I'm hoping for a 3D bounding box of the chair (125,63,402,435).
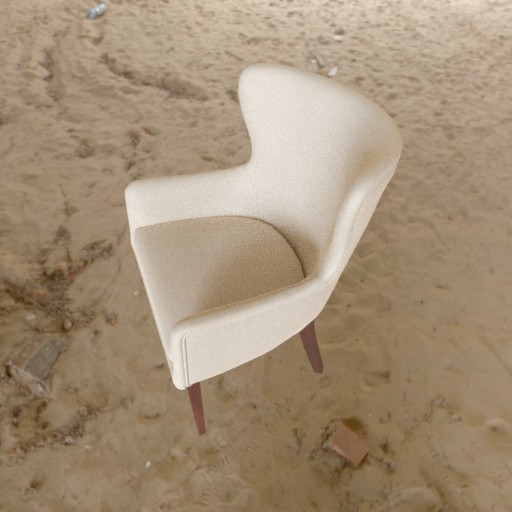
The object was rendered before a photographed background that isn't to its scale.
[{"bbox_3d":[0.000,0.000,1.476,0.744,0.990,0.696,-16,48,-15],"label":"chair"}]
